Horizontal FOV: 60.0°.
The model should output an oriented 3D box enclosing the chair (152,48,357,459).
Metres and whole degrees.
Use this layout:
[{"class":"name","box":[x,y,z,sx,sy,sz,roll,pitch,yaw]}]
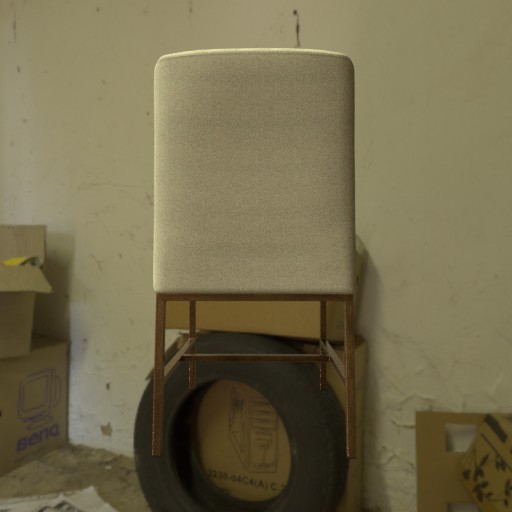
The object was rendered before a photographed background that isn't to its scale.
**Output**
[{"class":"chair","box":[0.000,0.000,1.271,0.503,0.933,0.597,0,0,1]}]
